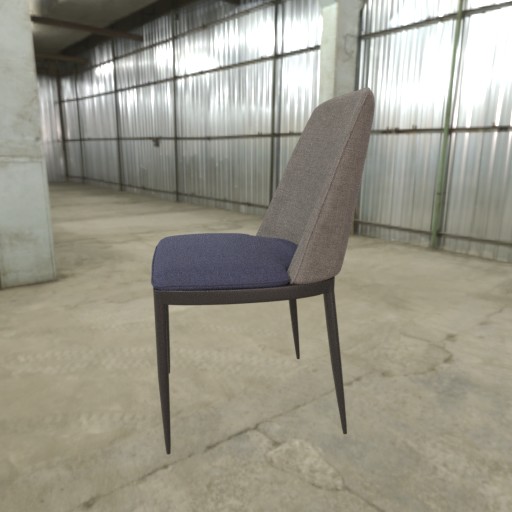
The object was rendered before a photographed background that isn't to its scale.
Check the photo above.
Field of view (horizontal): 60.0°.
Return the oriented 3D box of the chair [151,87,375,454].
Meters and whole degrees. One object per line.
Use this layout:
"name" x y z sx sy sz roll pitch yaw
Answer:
"chair" 0.000 0.000 1.204 0.550 0.855 0.488 -3 13 -11
